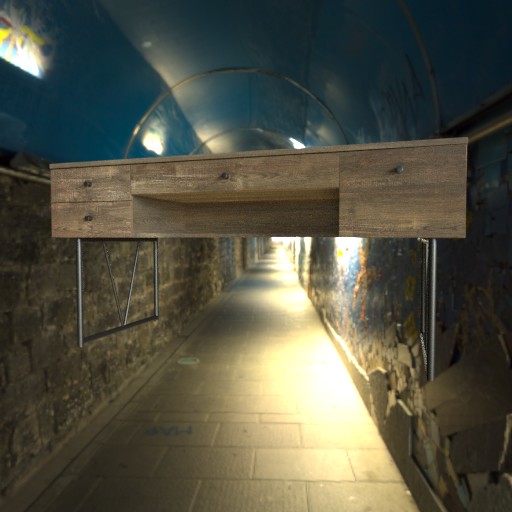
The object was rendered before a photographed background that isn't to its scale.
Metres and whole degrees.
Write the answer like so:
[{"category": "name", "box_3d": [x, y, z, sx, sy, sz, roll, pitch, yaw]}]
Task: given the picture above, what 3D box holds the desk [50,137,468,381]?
[{"category": "desk", "box_3d": [0.000, 0.000, 1.955, 1.600, 0.780, 0.730, 1, 3, 18]}]
